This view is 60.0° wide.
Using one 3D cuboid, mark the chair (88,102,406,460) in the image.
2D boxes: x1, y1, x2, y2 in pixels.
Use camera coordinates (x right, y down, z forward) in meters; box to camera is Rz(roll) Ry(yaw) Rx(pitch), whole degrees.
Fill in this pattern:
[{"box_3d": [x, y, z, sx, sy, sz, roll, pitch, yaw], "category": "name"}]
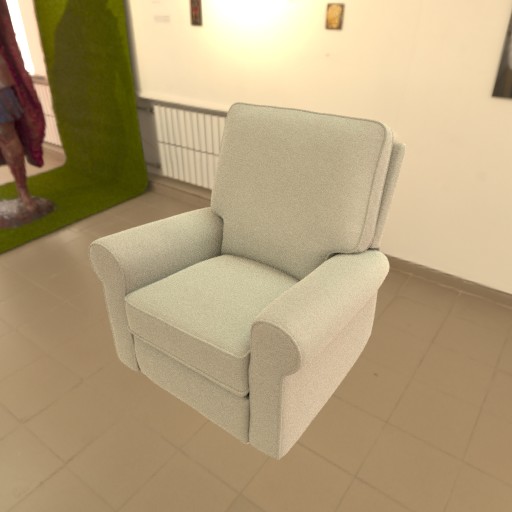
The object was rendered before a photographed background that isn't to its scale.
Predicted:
[{"box_3d": [0.000, 0.000, 1.658, 0.890, 0.960, 0.878, 20, 36, 30], "category": "chair"}]
